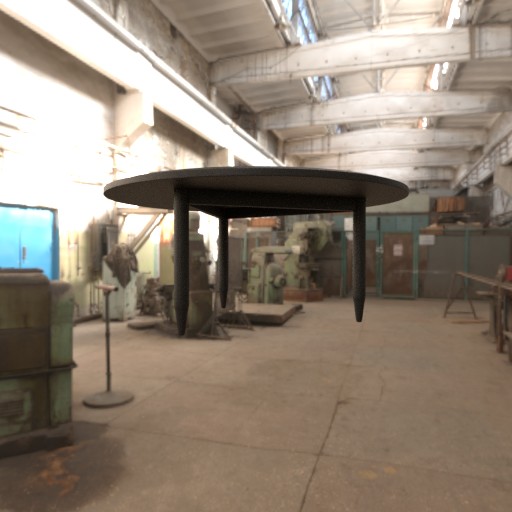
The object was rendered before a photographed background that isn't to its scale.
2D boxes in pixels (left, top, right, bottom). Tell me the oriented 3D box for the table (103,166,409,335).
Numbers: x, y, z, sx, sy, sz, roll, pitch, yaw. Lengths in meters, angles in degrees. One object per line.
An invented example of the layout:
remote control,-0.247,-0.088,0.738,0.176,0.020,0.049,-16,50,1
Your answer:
table,0.000,0.000,1.383,0.900,0.400,0.900,0,1,0
